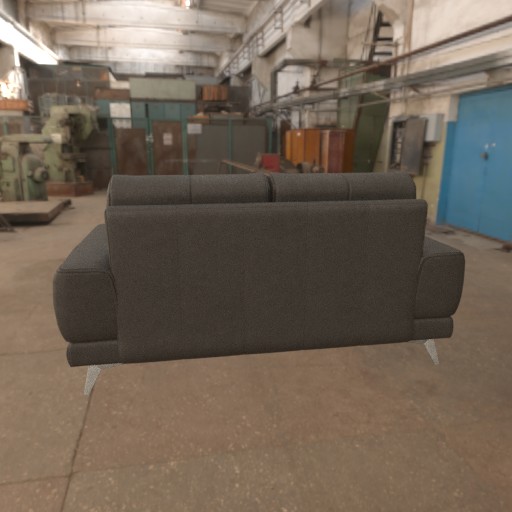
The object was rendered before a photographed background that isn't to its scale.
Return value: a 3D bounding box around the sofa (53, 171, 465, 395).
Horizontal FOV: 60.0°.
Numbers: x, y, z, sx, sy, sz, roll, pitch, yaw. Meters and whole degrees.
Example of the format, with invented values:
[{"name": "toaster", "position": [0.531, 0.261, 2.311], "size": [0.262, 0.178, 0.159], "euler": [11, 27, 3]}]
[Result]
[{"name": "sofa", "position": [0.000, 0.000, 2.337], "size": [1.806, 0.907, 1.018], "euler": [-2, 15, -9]}]
